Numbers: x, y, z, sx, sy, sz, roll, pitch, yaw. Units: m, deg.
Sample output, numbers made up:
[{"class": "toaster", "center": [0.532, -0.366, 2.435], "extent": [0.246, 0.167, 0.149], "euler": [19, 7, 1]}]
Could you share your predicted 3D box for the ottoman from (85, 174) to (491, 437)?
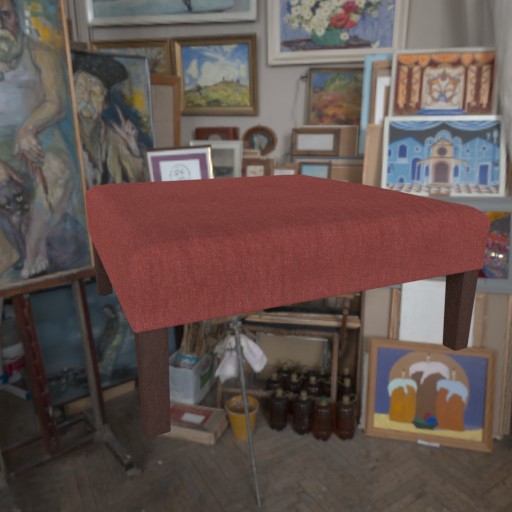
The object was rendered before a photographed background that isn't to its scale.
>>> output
[{"class": "ottoman", "center": [0.000, 0.000, 1.356], "extent": [0.889, 0.411, 0.890], "euler": [-7, 18, -24]}]
